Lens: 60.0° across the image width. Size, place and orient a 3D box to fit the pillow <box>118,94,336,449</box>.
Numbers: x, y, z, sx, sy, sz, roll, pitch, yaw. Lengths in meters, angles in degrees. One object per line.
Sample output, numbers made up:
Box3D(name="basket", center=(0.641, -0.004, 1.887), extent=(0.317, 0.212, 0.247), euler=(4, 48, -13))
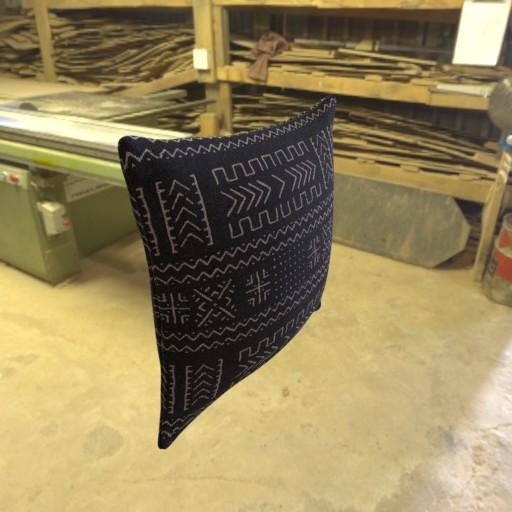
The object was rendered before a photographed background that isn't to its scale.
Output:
Box3D(name="pillow", center=(0.000, 0.000, 0.670), extent=(0.164, 0.430, 0.438), euler=(19, 33, 32))
